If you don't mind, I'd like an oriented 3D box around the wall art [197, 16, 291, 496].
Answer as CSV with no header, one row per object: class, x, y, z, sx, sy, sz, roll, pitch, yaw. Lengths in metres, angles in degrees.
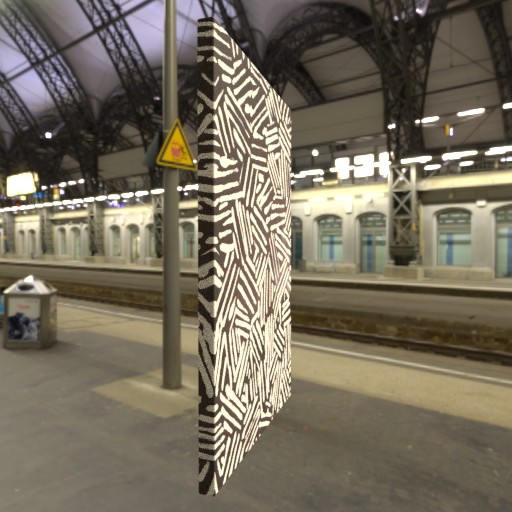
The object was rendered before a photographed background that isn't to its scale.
wall art,0.000,0.000,1.141,0.035,0.918,0.615,0,1,18
